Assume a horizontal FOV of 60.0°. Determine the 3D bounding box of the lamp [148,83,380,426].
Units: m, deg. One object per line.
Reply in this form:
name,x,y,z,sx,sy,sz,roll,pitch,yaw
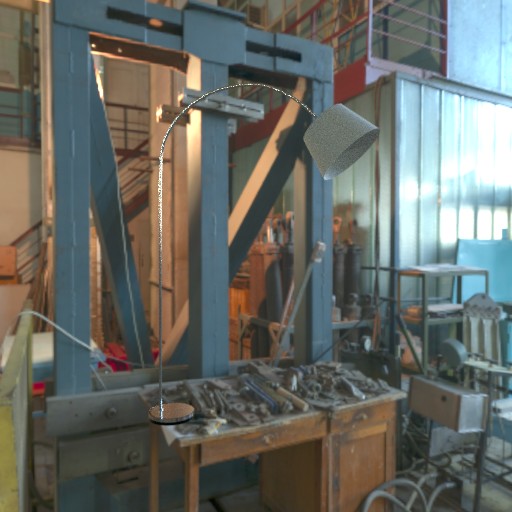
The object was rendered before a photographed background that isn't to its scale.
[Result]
lamp,0.000,0.000,2.690,1.445,2.098,0.406,0,1,17
